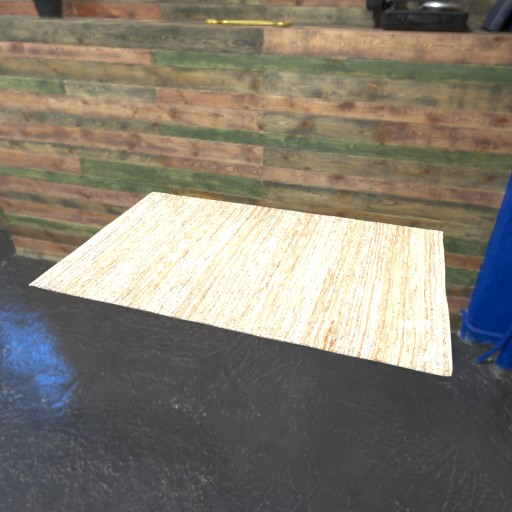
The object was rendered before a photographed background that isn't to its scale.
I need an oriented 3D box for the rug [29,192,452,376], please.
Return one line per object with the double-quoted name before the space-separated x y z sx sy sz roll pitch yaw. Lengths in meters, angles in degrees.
"rug" 0.000 0.000 3.011 2.446 0.009 1.529 10 33 15
